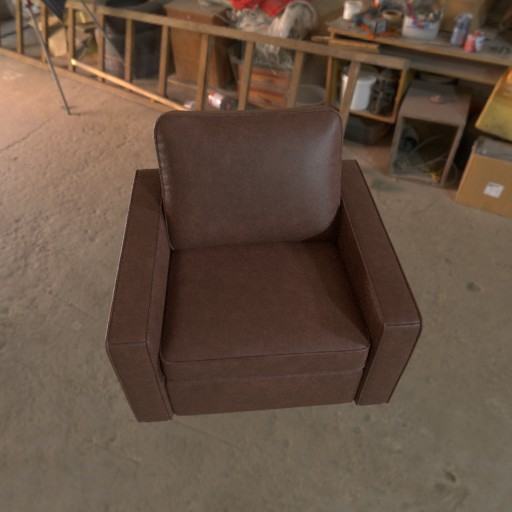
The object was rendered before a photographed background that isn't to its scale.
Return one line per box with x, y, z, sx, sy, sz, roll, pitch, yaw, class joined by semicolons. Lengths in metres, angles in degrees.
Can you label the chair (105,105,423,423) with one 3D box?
0.000;0.000;1.739;1.017;0.919;0.940;-3;46;-3;chair
